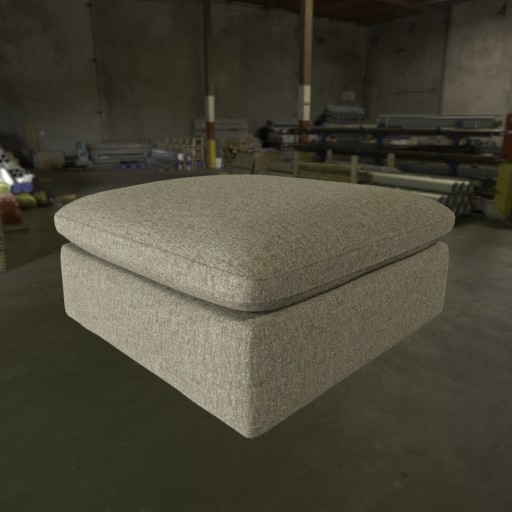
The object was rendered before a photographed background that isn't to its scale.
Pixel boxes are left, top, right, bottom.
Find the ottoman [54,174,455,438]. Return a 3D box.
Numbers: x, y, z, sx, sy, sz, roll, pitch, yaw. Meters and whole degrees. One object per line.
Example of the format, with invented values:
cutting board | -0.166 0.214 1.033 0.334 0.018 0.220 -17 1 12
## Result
ottoman | 0.000 0.000 1.579 1.035 0.526 1.039 16 22 43
